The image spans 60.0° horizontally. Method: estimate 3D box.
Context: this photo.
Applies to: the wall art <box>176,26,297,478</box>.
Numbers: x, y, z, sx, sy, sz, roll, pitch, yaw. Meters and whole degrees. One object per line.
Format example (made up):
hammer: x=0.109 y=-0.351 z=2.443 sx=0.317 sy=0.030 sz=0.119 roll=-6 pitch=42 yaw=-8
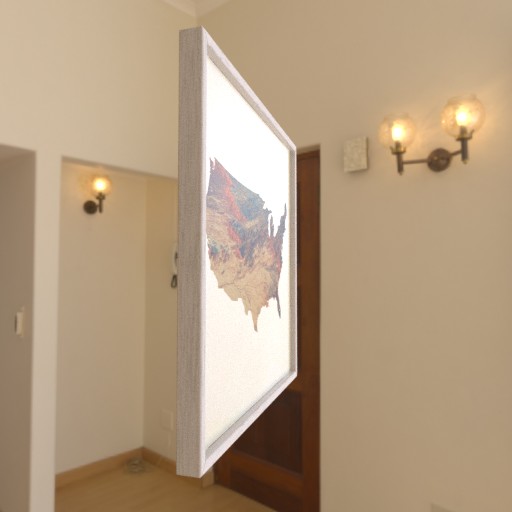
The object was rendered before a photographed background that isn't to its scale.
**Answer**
wall art: x=0.000 y=0.000 z=1.882 sx=0.078 sy=1.288 sz=1.287 roll=-1 pitch=-2 yaw=17
